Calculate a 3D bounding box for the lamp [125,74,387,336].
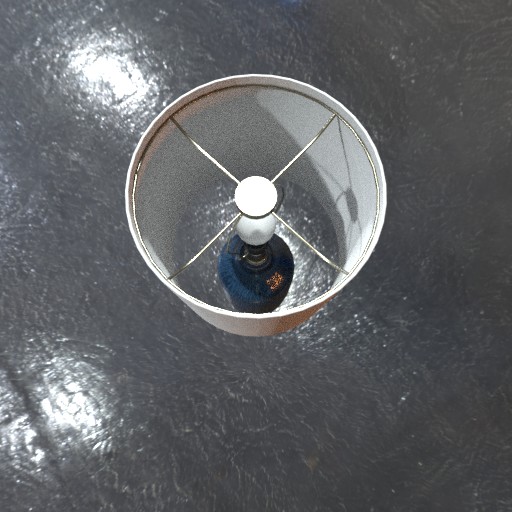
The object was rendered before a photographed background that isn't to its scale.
[{"bbox_3d":[0.000,0.000,0.604,0.220,0.475,0.220,-32,78,-8],"label":"lamp"}]
